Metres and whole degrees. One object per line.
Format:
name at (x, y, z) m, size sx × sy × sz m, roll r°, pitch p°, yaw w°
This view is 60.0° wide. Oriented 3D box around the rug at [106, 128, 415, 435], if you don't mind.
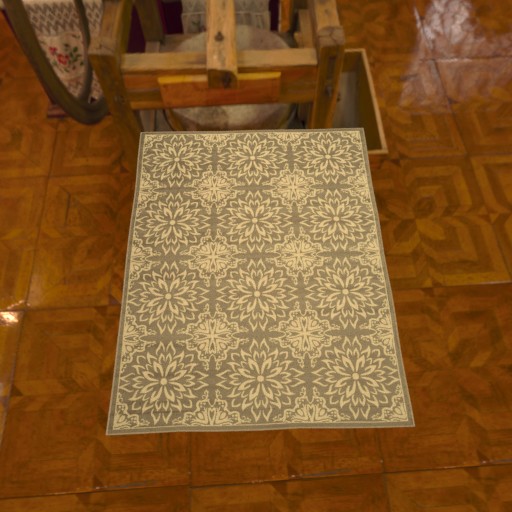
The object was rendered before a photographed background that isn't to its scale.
rug at (0.000, 0.000, 4.039) m, size 2.363 × 0.012 × 2.980 m, roll -1°, pitch 64°, yaw -1°
